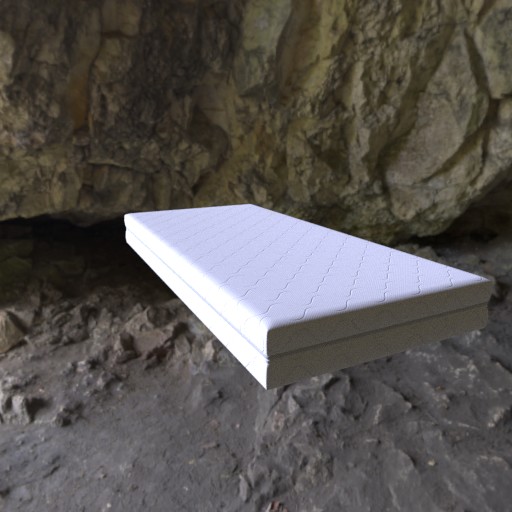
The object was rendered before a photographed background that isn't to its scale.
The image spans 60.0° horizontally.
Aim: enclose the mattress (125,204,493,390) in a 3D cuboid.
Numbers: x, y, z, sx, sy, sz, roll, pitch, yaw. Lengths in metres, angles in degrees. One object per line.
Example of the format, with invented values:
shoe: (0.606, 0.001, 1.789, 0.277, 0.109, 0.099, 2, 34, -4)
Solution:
mattress: (0.000, 0.000, 2.184, 0.900, 0.200, 1.900, -8, 17, -26)
